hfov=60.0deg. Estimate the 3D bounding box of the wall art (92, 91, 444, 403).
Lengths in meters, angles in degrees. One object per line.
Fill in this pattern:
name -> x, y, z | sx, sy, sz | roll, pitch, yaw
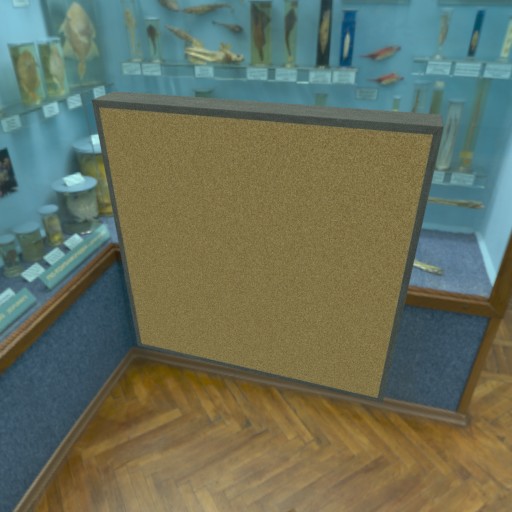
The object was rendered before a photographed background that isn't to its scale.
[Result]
wall art -> 0.000, 0.000, 0.460 | 0.303, 0.302, 0.038 | 9, 33, 15
